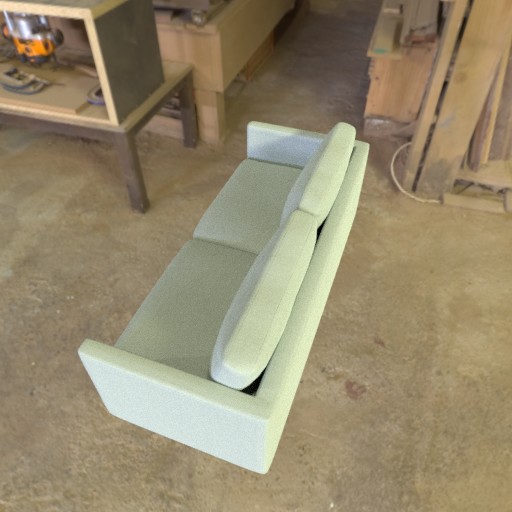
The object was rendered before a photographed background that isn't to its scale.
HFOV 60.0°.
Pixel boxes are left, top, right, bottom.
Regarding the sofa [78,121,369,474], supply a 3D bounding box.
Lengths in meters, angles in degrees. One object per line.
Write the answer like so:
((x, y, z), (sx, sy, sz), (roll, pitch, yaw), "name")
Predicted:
((0.000, 0.000, 2.770), (0.951, 0.965, 2.208), (15, 48, 14), "sofa")
